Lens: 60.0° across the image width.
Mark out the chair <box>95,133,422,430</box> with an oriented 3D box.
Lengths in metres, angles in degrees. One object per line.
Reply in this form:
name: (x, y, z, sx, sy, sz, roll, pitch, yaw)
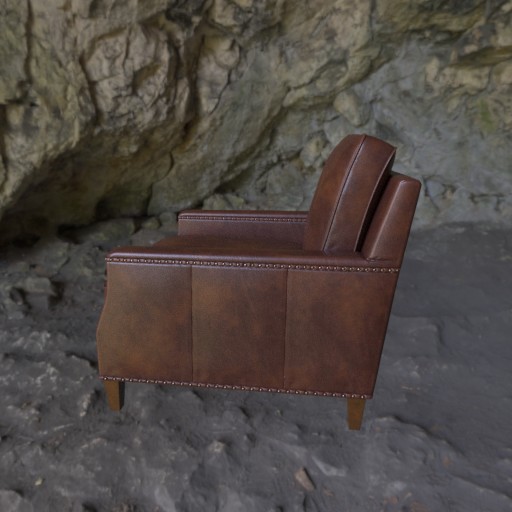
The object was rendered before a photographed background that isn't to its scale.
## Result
chair: (0.000, 0.000, 1.743, 1.014, 0.929, 0.853, 2, 15, 7)
